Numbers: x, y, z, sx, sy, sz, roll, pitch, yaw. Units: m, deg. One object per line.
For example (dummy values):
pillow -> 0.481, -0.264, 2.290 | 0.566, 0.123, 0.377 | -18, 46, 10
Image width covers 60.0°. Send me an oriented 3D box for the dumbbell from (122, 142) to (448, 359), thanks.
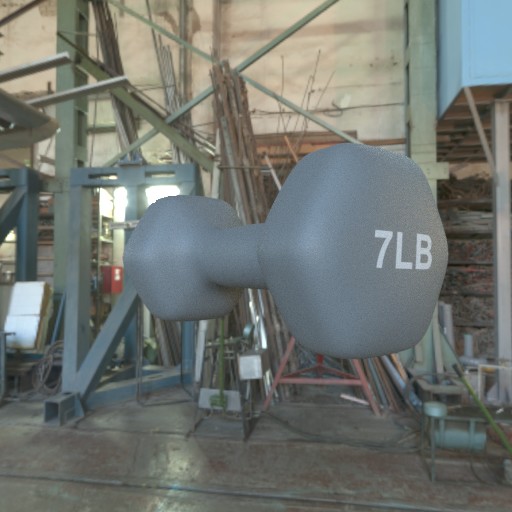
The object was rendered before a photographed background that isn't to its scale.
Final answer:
dumbbell -> 0.000, 0.000, 0.234 | 0.090, 0.081, 0.184 | 1, -2, -36
